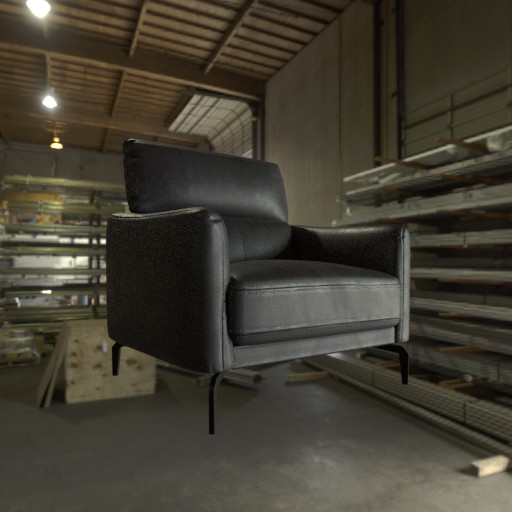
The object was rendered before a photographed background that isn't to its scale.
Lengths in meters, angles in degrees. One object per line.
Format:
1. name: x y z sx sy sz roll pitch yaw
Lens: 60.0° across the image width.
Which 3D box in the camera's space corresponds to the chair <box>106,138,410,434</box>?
1. chair: 0.000 0.000 1.704 0.976 0.949 0.809 1 -2 -36
